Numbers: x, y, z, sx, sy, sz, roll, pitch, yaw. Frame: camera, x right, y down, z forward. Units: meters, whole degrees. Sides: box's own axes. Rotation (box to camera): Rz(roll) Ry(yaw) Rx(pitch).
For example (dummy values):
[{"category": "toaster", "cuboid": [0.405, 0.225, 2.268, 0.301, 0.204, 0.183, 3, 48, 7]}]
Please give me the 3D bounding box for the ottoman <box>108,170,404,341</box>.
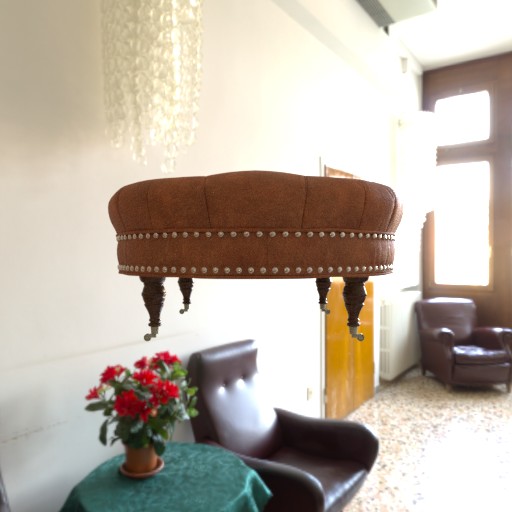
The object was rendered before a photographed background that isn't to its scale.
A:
[{"category": "ottoman", "cuboid": [0.000, 0.000, 1.421, 0.901, 0.444, 0.901, 0, 0, 0]}]
